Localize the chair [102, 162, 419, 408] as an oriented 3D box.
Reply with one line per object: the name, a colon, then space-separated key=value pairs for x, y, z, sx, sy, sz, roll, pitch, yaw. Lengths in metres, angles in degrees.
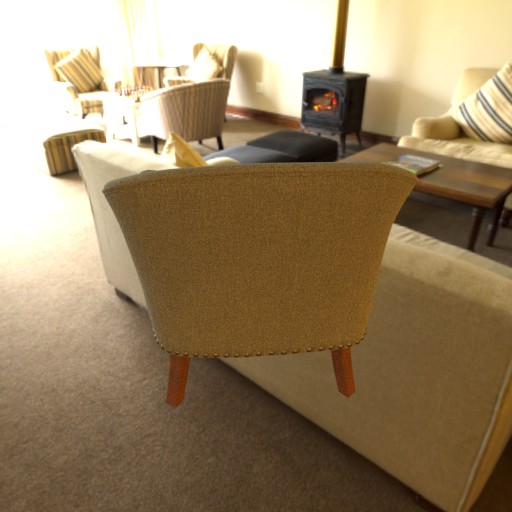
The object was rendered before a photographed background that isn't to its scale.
chair: x=0.000 y=0.000 z=1.414 sx=0.798 sy=0.815 sz=0.704 roll=-2 pitch=29 yaw=-3
